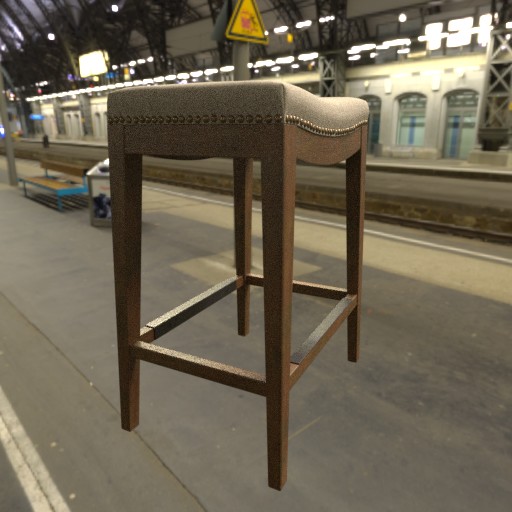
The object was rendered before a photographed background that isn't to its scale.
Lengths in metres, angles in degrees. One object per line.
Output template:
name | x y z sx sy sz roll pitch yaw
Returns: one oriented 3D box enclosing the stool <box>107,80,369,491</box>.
stool | 0.000 0.000 0.951 0.356 0.660 0.508 8 18 26
